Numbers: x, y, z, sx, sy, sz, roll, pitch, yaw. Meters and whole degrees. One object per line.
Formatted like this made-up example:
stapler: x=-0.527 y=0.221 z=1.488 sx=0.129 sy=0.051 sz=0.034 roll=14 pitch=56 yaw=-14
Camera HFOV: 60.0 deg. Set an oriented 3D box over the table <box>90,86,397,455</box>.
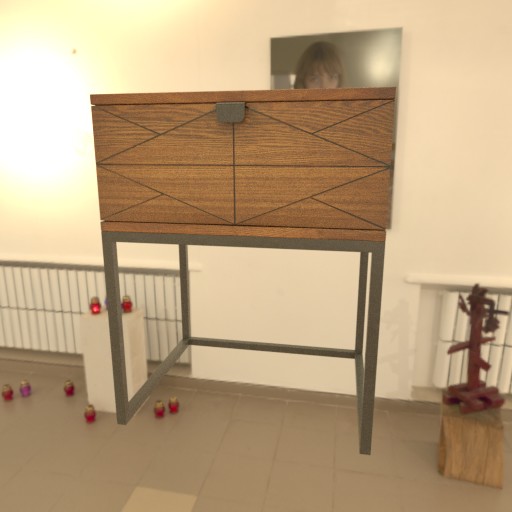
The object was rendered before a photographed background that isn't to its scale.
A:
table: x=0.000 y=0.000 z=0.928 sx=0.482 sy=0.610 sz=0.400 roll=3 pitch=14 yaw=11
